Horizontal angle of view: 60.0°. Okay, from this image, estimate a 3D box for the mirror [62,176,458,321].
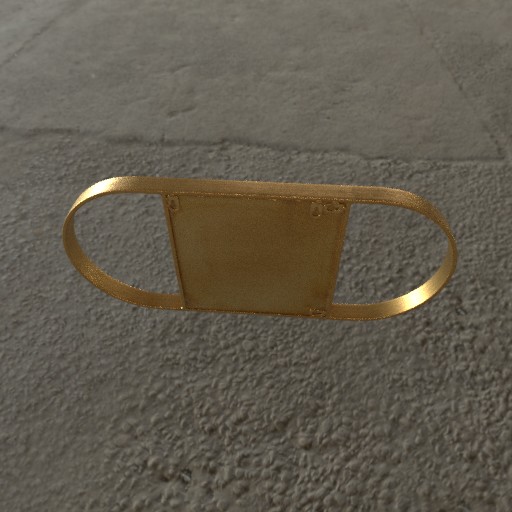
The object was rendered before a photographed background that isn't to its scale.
[{"bbox_3d":[0.000,0.000,0.677,0.584,0.254,0.032,3,45,3],"label":"mirror"}]
